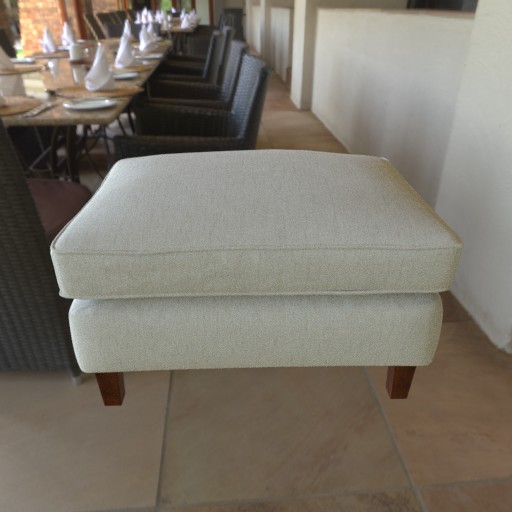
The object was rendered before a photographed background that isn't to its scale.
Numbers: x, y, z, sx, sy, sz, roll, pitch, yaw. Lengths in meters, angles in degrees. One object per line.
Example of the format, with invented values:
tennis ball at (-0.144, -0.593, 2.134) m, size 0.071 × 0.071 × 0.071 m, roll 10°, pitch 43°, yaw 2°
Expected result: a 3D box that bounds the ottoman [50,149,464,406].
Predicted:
ottoman at (0.000, 0.000, 0.947) m, size 0.665 × 0.406 × 0.501 m, roll -1°, pitch 30°, yaw -1°
